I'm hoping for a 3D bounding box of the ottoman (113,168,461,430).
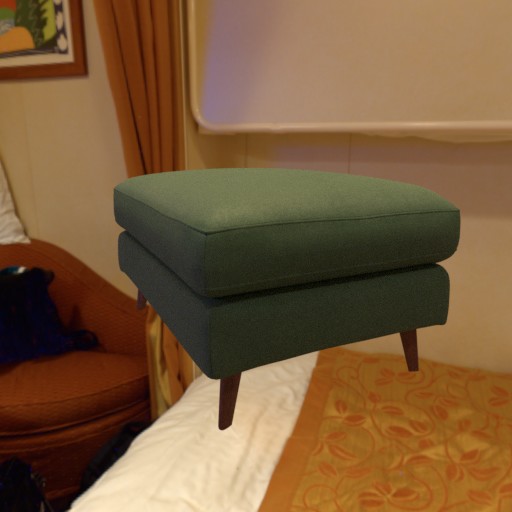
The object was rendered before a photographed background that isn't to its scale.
[{"bbox_3d":[0.000,0.000,1.173,0.608,0.449,0.811,-7,16,-26],"label":"ottoman"}]
